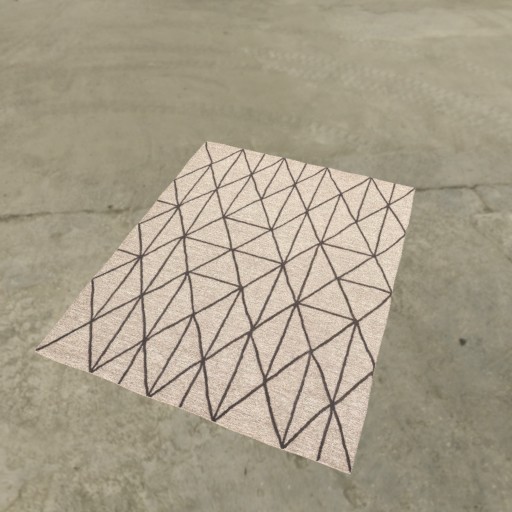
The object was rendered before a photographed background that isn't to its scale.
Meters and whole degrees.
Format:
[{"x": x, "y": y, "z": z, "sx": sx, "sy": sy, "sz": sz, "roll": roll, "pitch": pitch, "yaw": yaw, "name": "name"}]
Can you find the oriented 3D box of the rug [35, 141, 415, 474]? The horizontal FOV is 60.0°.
[{"x": 0.000, "y": 0.000, "z": 4.030, "sx": 2.468, "sy": 0.022, "sz": 3.061, "roll": 16, "pitch": 50, "yaw": 14, "name": "rug"}]
